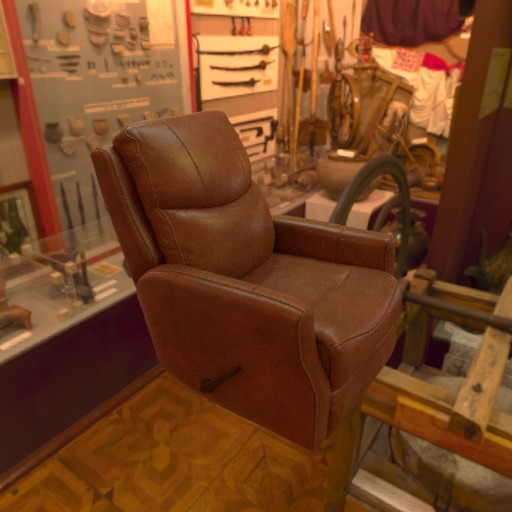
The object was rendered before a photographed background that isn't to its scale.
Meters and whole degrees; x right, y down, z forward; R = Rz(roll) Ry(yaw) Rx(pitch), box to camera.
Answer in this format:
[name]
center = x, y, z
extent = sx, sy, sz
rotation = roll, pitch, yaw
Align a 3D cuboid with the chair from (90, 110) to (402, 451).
[chair]
center = 0.000, 0.000, 1.768
extent = 1.072, 1.016, 0.821
rotation = 18, 31, 33
